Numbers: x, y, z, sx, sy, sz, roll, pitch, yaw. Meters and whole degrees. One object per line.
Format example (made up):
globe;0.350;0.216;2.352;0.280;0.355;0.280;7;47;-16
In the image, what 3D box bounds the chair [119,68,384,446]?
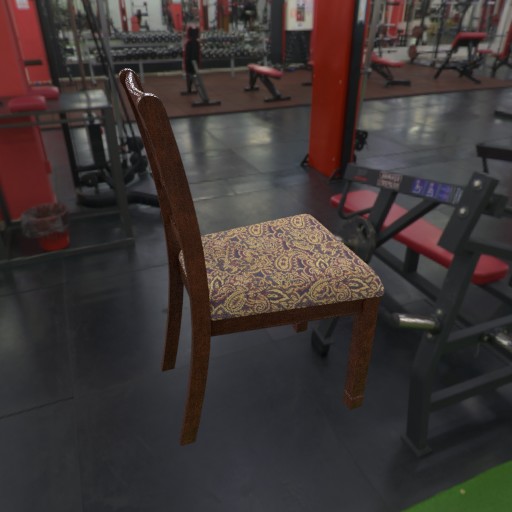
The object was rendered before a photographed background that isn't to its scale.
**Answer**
chair;0.000;0.000;1.257;0.584;0.965;0.457;-10;31;-17
